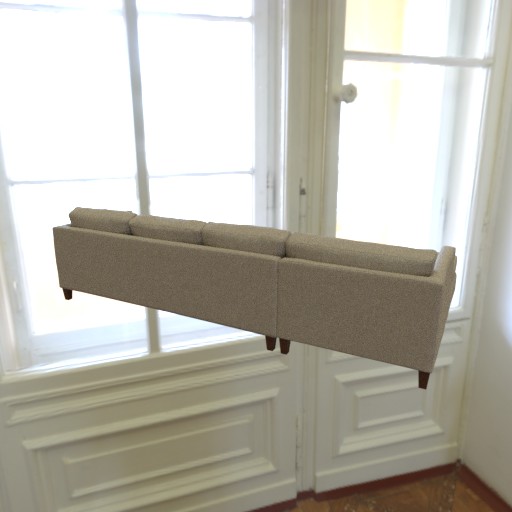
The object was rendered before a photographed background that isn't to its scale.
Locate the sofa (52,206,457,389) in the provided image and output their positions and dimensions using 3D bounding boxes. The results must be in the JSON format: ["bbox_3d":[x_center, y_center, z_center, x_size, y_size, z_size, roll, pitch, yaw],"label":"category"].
[{"bbox_3d":[0.000,0.000,3.903,3.186,0.846,1.625,8,18,26],"label":"sofa"}]
